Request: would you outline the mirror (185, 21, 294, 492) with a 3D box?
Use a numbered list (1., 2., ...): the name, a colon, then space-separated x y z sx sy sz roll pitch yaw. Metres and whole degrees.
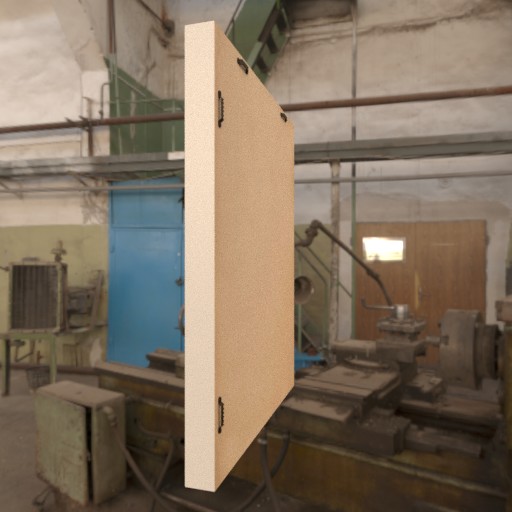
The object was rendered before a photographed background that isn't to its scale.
1. mirror: 0.000 0.000 0.676 0.041 0.509 0.406 0 0 17
